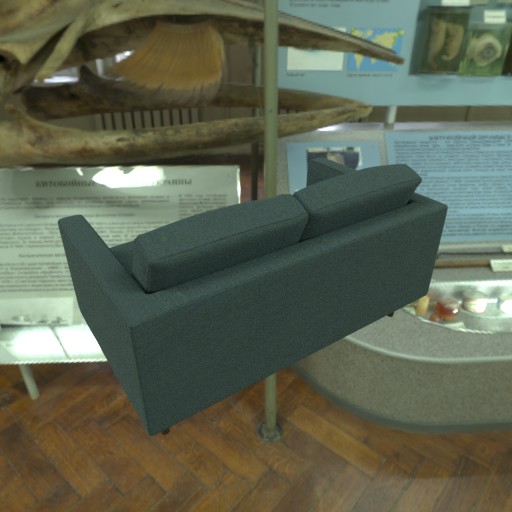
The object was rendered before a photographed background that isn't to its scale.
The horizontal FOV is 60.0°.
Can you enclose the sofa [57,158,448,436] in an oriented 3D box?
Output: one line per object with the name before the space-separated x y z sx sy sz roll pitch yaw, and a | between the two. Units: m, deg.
sofa | 0.000 0.000 2.295 1.659 0.907 0.999 -19 35 -29
